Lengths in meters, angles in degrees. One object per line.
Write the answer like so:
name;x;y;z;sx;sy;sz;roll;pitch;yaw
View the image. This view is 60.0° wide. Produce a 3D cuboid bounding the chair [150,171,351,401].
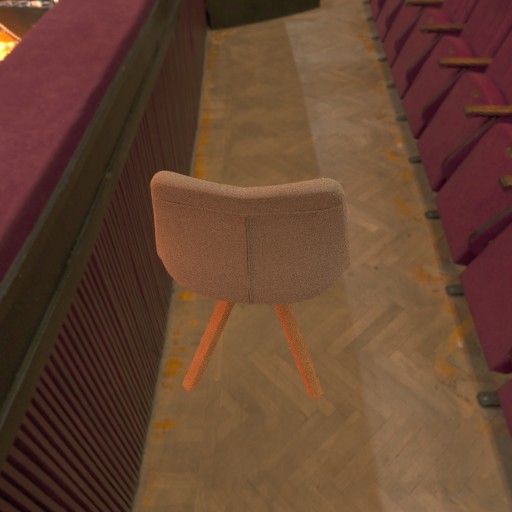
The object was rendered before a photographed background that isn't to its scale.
chair;0.000;0.000;1.180;0.474;0.863;0.549;3;46;3
